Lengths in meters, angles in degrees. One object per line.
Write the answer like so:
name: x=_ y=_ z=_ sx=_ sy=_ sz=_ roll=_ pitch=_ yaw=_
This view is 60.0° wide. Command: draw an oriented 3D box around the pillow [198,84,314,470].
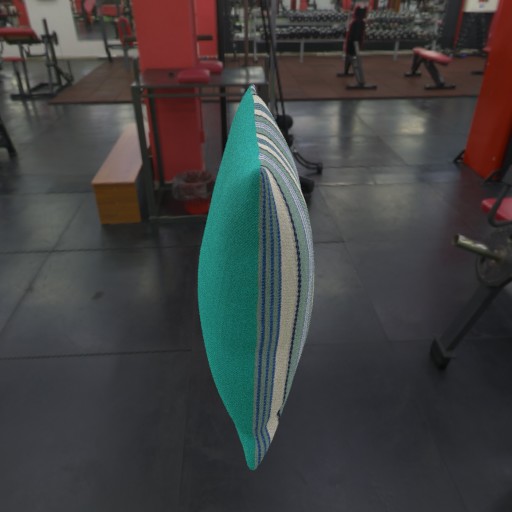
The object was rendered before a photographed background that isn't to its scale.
pillow: x=0.000 y=0.000 z=0.692 sx=0.182 sy=0.441 sz=0.440 roll=-1 pitch=32 yaw=-1
